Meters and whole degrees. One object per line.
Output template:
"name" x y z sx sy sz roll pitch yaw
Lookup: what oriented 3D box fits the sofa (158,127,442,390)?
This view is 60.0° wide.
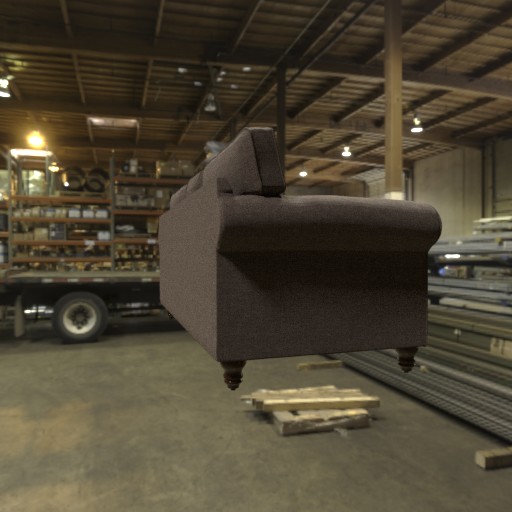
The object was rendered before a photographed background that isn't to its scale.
"sofa" 0.000 0.000 2.582 0.916 0.961 2.084 0 1 -18
